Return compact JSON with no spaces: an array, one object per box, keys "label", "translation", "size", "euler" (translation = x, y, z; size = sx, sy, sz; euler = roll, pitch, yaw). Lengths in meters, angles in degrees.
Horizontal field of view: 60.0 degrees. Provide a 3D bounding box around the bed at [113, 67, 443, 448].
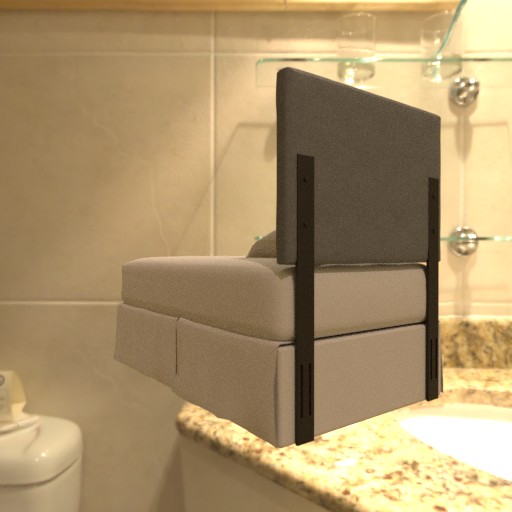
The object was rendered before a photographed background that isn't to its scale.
[{"label":"bed","translation":[0.000,0.000,2.928],"size":[1.261,1.571,1.997],"euler":[0,0,-36]}]
